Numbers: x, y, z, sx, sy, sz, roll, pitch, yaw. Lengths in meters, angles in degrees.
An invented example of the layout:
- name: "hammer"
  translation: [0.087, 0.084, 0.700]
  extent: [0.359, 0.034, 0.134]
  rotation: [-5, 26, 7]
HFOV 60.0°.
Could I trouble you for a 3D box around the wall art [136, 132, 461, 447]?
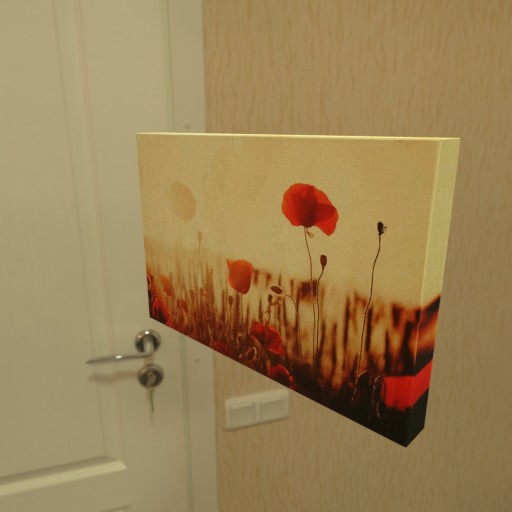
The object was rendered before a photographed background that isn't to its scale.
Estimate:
- name: "wall art"
  translation: [0.000, 0.000, 0.476]
  extent: [0.383, 0.251, 0.037]
  rotation: [15, 22, 42]
